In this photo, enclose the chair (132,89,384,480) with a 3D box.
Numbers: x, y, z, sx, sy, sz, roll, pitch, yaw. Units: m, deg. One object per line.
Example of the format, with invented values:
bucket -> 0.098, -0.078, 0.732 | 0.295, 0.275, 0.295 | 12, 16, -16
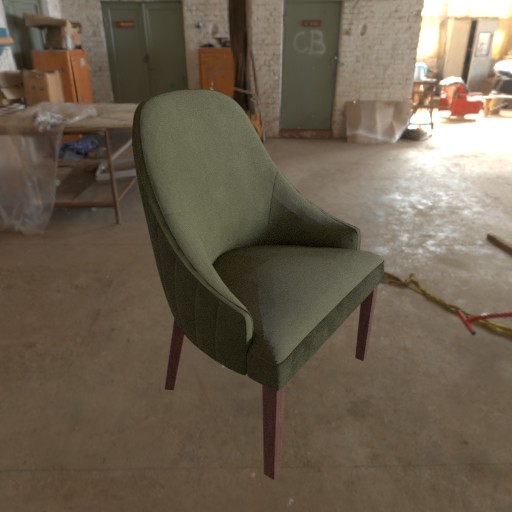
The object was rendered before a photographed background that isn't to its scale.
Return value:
chair -> 0.000, 0.000, 1.302 | 0.575, 0.889, 0.643 | 17, 31, 31
